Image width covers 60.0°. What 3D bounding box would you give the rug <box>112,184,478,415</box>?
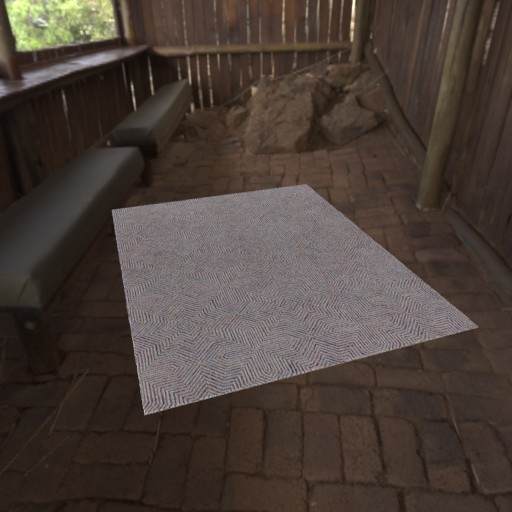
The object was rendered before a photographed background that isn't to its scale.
[{"bbox_3d":[0.000,0.000,4.184,2.442,0.008,3.046,-10,32,-16],"label":"rug"}]
